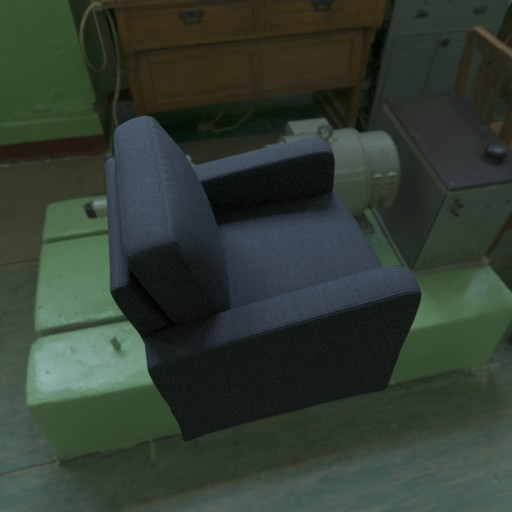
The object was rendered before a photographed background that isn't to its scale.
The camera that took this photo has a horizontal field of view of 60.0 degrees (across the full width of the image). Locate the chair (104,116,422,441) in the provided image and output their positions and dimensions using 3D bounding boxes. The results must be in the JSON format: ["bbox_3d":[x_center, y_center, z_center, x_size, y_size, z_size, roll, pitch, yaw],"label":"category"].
[{"bbox_3d":[0.000,0.000,1.509,0.863,0.855,0.798,-11,49,-10],"label":"chair"}]
